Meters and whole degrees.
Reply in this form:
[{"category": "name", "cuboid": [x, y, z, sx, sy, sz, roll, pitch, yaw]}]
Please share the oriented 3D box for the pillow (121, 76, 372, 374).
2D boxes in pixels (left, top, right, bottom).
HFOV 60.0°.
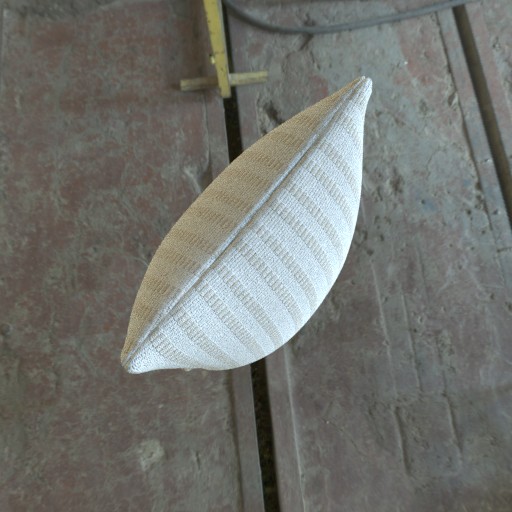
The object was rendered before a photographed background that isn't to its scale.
[{"category": "pillow", "cuboid": [0.000, 0.000, 0.685, 0.247, 0.419, 0.438, 37, 79, 9]}]
